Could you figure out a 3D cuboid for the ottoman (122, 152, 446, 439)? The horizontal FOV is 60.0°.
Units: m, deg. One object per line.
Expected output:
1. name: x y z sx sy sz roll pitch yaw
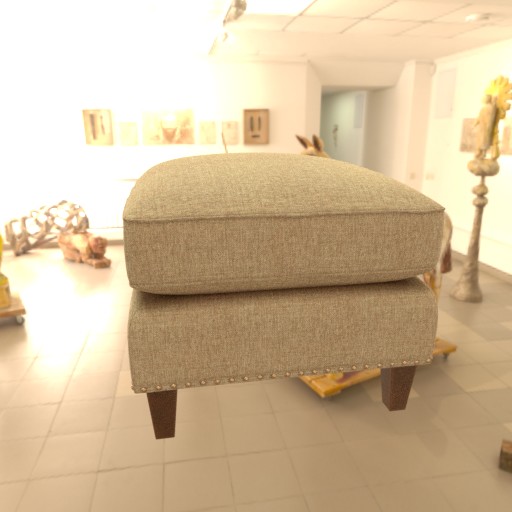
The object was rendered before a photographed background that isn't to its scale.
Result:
1. ottoman: 0.000 0.000 1.134 0.584 0.513 0.741 -3 16 -10
